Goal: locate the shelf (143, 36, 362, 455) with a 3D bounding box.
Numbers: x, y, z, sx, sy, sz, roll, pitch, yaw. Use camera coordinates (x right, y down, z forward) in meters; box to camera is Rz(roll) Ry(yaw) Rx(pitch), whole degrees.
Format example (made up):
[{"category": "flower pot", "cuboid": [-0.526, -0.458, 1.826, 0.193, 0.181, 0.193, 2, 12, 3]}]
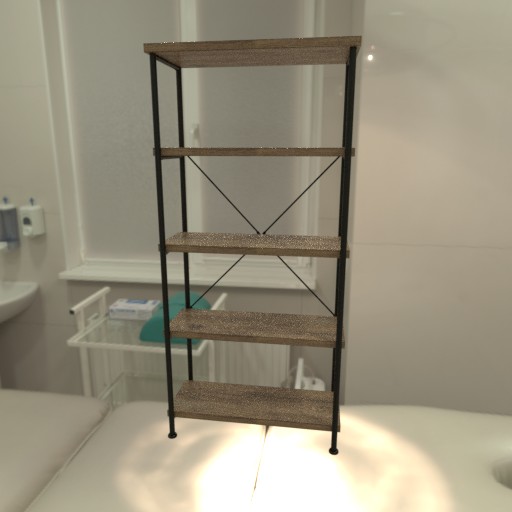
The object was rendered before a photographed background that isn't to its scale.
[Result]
[{"category": "shelf", "cuboid": [0.000, 0.000, 1.980, 0.800, 1.700, 0.360, 2, 14, 8]}]
